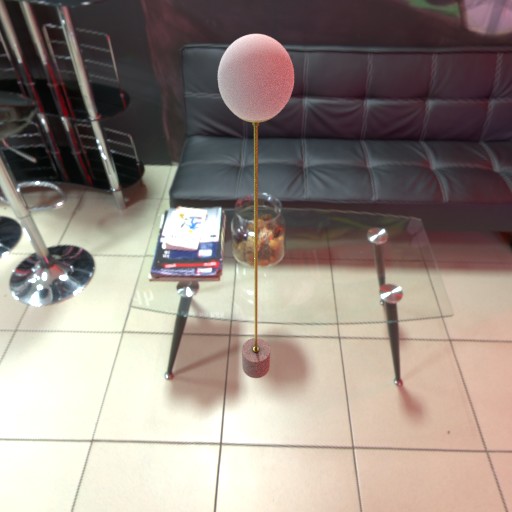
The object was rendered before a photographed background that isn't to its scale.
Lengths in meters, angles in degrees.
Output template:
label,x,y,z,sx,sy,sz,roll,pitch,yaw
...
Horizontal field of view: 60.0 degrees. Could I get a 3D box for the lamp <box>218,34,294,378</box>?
label,x,y,z,sx,sy,sz,roll,pitch,yaw
lamp,0.000,0.000,1.862,0.229,1.748,0.229,26,51,23
